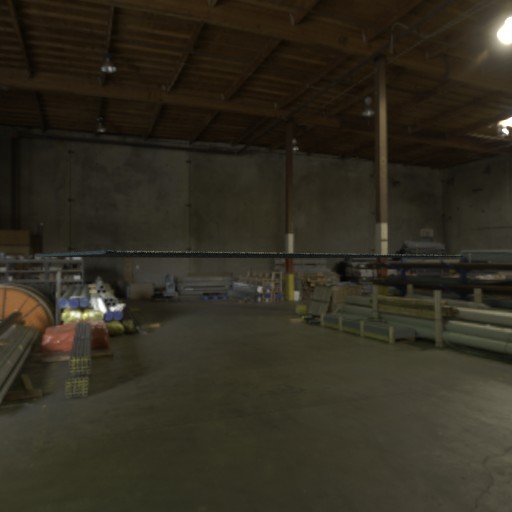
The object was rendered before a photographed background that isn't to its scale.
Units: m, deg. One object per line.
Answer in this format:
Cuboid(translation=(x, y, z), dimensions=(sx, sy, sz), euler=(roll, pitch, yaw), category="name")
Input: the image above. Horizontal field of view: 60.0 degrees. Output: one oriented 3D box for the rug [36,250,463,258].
Cuboid(translation=(0.000, 0.000, 2.969), dimensions=(2.449, 0.015, 1.530), euler=(0, -1, -35), category="rug")
